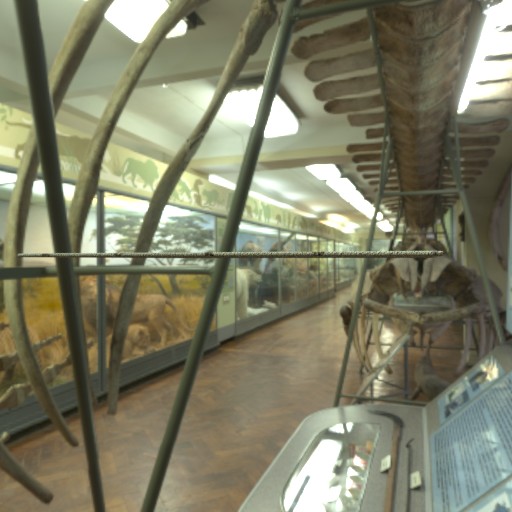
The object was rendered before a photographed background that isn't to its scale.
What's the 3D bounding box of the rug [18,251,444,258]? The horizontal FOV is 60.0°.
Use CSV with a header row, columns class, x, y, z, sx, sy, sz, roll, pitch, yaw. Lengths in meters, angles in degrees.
class,x,y,z,sx,sy,sz,roll,pitch,yaw
rug,0.000,0.000,4.022,3.047,0.029,2.438,0,-1,20
